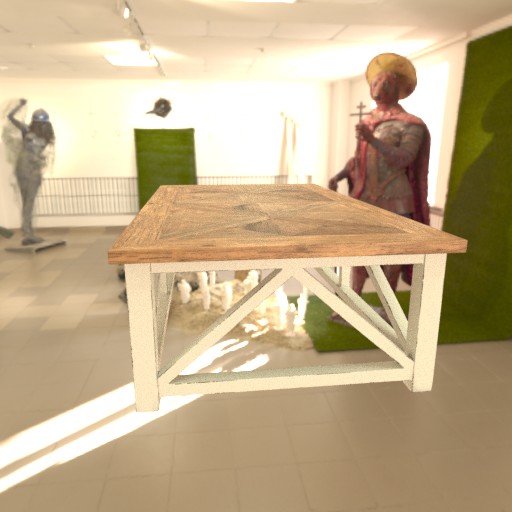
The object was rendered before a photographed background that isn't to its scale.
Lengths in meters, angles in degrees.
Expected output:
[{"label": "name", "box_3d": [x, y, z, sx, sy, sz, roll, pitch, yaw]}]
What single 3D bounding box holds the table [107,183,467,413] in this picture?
[{"label": "table", "box_3d": [0.000, 0.000, 1.690, 0.800, 0.410, 1.400, -2, 15, -7]}]
